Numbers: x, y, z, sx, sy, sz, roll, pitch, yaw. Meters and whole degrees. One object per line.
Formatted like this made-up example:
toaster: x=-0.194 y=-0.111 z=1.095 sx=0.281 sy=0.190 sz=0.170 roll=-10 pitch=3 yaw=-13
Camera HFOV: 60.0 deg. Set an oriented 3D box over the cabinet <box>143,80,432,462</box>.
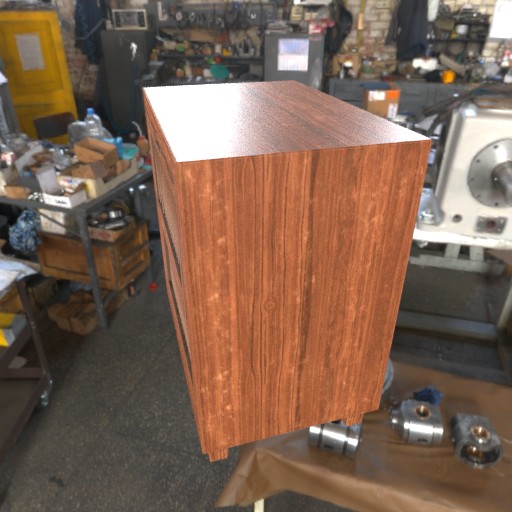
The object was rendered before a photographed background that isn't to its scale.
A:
cabinet: x=0.000 y=0.000 z=1.072 sx=0.410 sy=0.695 sz=0.607 roll=-8 pitch=31 yaw=-14
